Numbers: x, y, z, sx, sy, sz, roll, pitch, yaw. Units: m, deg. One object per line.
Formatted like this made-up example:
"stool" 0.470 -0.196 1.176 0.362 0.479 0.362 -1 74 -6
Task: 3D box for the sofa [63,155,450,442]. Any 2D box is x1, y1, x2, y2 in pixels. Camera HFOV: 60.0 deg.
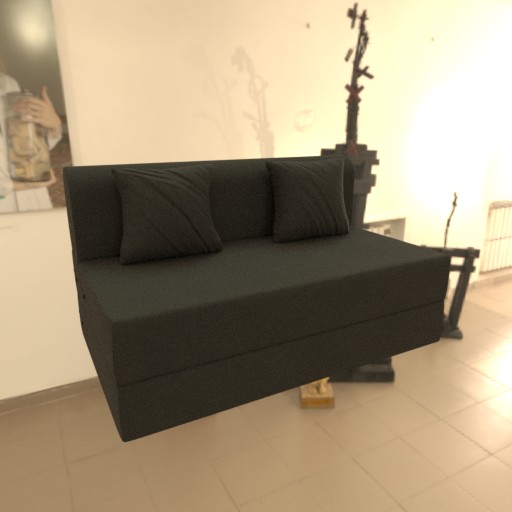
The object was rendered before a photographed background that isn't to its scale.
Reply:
"sofa" 0.000 0.000 1.665 1.225 0.670 0.762 -9 19 -27
